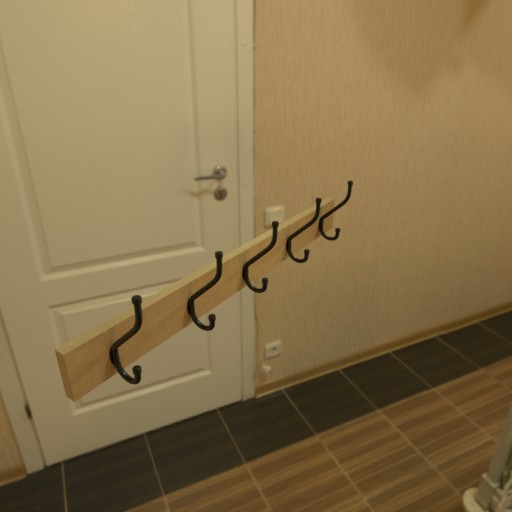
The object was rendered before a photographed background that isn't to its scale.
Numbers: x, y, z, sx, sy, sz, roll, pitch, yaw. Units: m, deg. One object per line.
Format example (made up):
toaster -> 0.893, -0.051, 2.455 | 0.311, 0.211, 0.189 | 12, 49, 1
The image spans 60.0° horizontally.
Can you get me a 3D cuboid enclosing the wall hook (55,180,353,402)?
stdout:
wall hook -> 0.000, 0.000, 0.620 | 0.071, 0.117, 0.571 | 17, 31, 32
